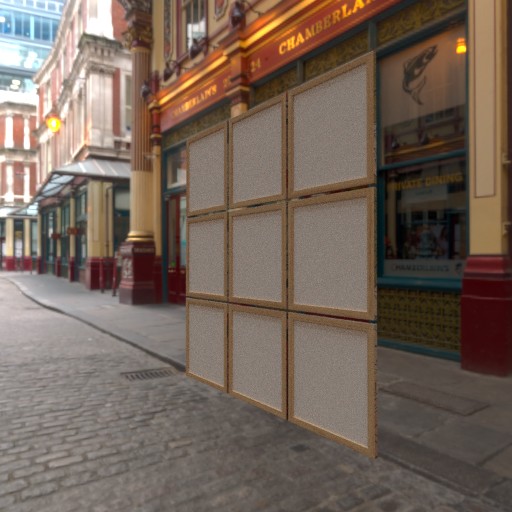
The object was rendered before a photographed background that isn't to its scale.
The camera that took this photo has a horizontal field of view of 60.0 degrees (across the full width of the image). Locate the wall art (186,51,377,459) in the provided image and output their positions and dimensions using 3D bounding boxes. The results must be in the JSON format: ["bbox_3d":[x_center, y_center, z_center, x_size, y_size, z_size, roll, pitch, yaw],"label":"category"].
[{"bbox_3d":[0.000,0.000,1.810,0.013,1.218,1.206,1,-1,-36],"label":"wall art"}]
